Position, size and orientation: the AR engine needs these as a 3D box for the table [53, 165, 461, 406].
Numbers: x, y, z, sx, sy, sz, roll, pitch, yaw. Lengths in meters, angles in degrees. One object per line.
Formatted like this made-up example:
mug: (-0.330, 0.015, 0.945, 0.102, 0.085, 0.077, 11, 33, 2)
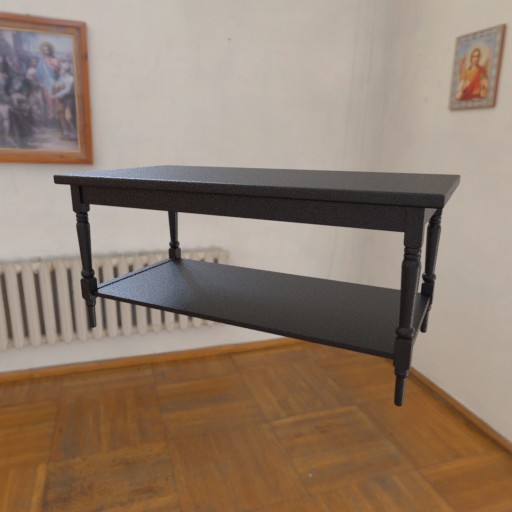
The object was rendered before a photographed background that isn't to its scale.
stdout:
table: (0.000, 0.000, 1.408, 1.107, 0.510, 0.550, 7, 17, 26)
